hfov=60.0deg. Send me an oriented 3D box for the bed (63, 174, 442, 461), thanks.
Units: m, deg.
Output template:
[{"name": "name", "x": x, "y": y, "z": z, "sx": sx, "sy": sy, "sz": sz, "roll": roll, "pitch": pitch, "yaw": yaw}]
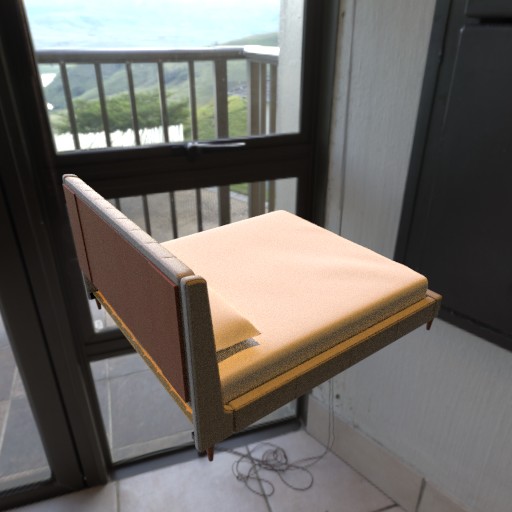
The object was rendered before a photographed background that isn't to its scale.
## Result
[{"name": "bed", "x": 0.000, "y": 0.000, "z": 3.657, "sx": 2.342, "sy": 1.289, "sz": 2.062, "roll": -19, "pitch": 33, "yaw": -32}]
